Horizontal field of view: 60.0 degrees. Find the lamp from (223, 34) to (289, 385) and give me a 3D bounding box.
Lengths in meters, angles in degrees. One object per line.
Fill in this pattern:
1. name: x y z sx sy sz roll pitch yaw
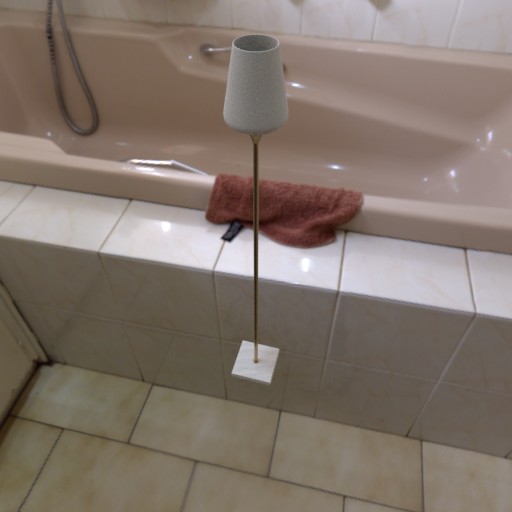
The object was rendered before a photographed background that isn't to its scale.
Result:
1. lamp: 0.000 0.000 1.967 0.229 1.813 0.232 11 47 11
